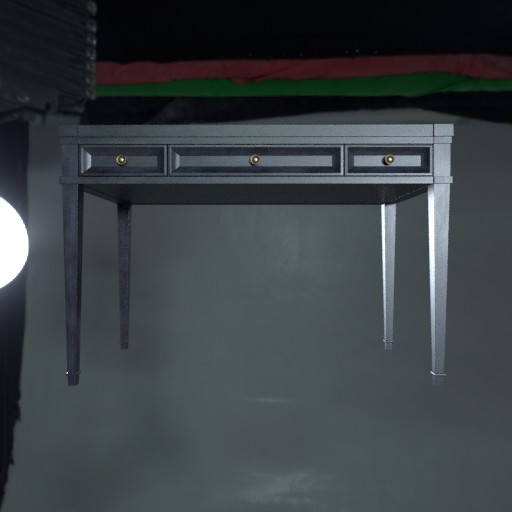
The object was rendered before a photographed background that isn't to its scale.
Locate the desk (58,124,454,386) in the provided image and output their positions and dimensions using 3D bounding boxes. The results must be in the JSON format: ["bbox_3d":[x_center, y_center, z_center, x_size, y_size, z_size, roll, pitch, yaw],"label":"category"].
[{"bbox_3d":[0.000,0.000,1.759,1.289,0.861,0.630,0,0,0],"label":"desk"}]
